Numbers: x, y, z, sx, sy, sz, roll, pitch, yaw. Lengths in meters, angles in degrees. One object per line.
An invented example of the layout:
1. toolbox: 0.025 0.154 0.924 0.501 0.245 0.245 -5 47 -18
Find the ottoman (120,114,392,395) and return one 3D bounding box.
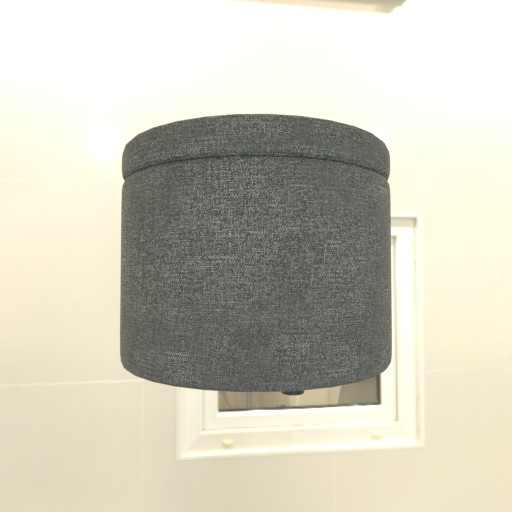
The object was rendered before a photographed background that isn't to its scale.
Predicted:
1. ottoman: 0.000 0.000 0.858 0.500 0.419 0.500 0 -2 0
